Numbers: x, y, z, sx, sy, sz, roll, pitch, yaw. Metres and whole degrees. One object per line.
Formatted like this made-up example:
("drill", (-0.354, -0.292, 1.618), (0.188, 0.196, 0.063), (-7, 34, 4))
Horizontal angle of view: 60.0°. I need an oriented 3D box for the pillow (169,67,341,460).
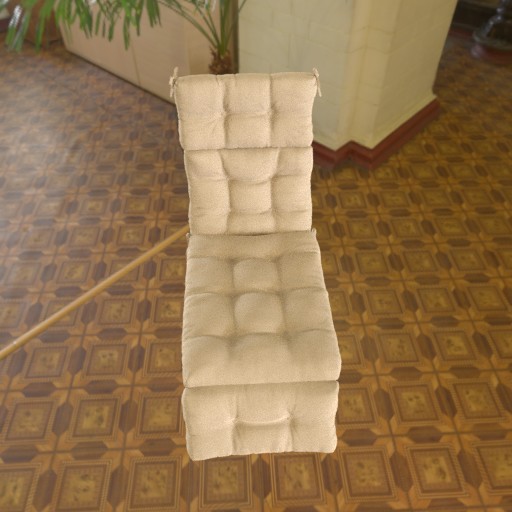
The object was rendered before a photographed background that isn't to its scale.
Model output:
("pillow", (0.000, 0.000, 1.469), (0.526, 0.863, 1.016), (-2, 47, -2))
